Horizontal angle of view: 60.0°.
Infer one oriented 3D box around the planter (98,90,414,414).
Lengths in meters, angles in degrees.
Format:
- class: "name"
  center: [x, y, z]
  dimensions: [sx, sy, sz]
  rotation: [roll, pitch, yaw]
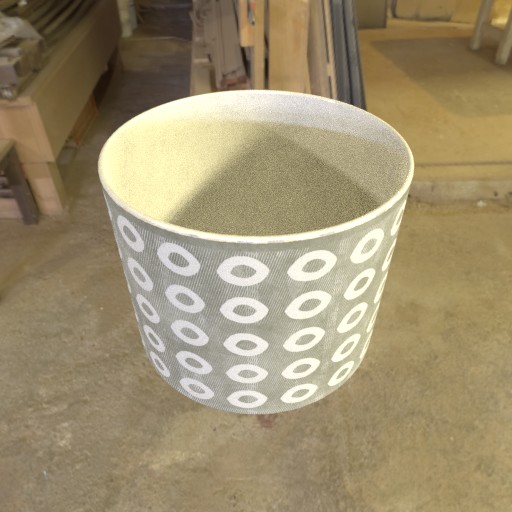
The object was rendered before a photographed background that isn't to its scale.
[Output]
- class: "planter"
  center: [0.000, 0.000, 0.439]
  dimensions: [0.250, 0.239, 0.250]
  rotation: [0, 40, 0]
